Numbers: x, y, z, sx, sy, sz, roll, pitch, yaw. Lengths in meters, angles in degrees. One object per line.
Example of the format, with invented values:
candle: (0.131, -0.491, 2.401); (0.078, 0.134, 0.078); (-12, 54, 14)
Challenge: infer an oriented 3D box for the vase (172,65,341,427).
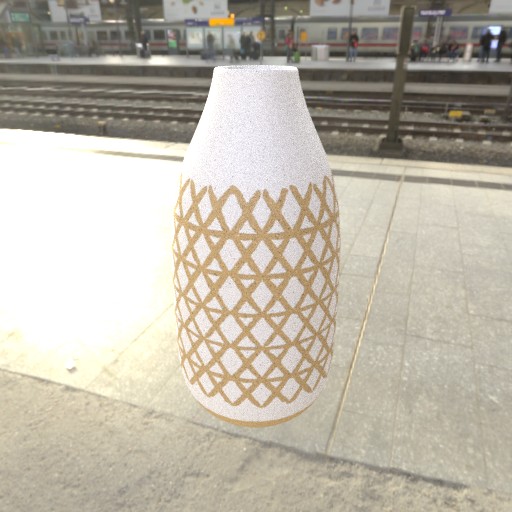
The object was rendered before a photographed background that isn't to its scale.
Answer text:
vase: (0.000, 0.000, 0.485); (0.186, 0.380, 0.186); (0, 26, 0)
